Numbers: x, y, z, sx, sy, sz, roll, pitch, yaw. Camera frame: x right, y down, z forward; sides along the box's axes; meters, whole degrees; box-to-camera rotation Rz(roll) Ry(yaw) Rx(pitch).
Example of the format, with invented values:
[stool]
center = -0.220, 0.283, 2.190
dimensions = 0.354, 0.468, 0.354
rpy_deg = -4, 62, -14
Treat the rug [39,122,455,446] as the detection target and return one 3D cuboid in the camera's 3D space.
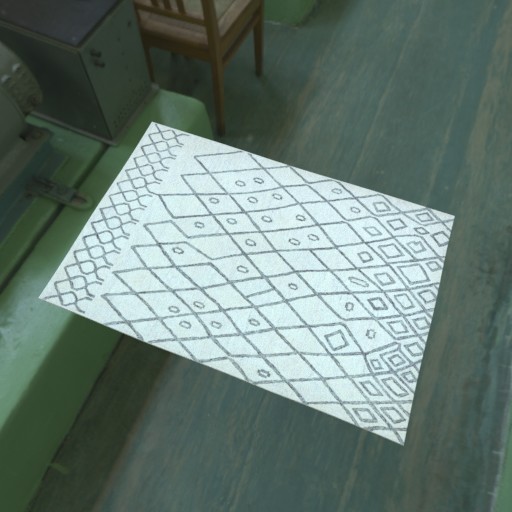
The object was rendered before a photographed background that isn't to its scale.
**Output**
[rug]
center = 0.000, 0.000, 2.283
dimensions = 1.828, 0.015, 1.222
rpy_deg = 19, 65, 9
